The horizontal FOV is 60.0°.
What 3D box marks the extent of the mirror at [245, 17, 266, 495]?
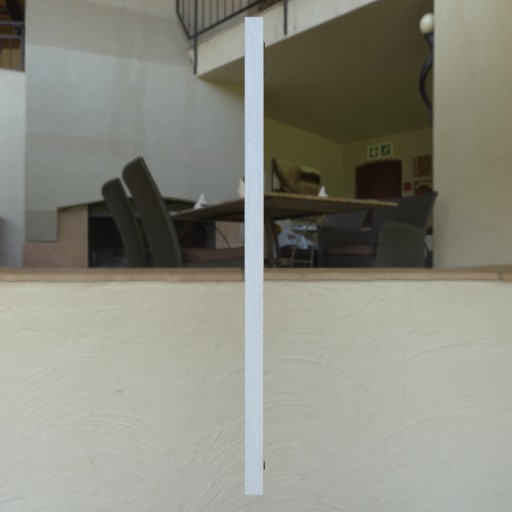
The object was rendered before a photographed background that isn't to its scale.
[{"bbox_3d":[0.000,0.000,1.152,0.040,0.915,0.609,0,0,0],"label":"mirror"}]
